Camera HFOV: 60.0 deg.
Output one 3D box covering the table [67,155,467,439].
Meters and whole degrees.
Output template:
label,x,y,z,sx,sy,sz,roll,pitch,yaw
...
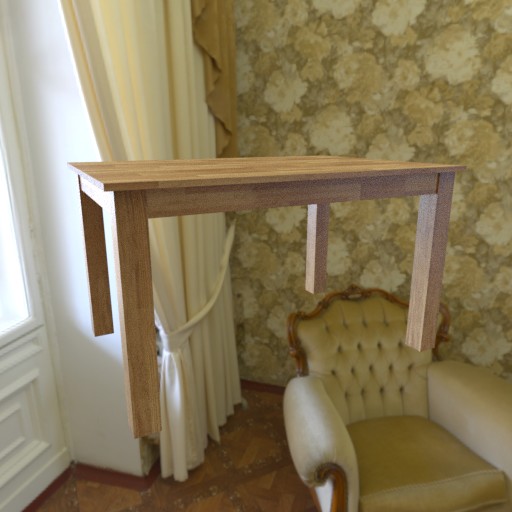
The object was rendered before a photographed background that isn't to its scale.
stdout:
label,x,y,z,sx,sy,sz,roll,pitch,yaw
table,0.000,0.000,1.844,1.300,0.750,0.900,-8,17,-26
